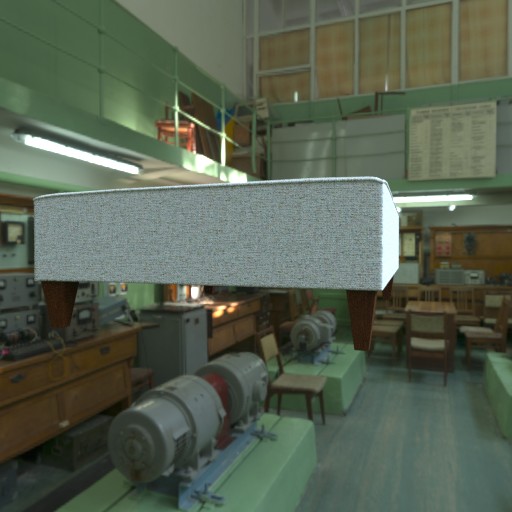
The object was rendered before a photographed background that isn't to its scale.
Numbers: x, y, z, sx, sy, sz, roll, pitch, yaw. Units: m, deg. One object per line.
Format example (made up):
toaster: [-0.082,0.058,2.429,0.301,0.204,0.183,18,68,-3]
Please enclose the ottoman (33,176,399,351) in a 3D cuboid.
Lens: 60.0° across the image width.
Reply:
ottoman: [0.000,0.000,1.231,0.736,0.303,0.835,0,1,20]
